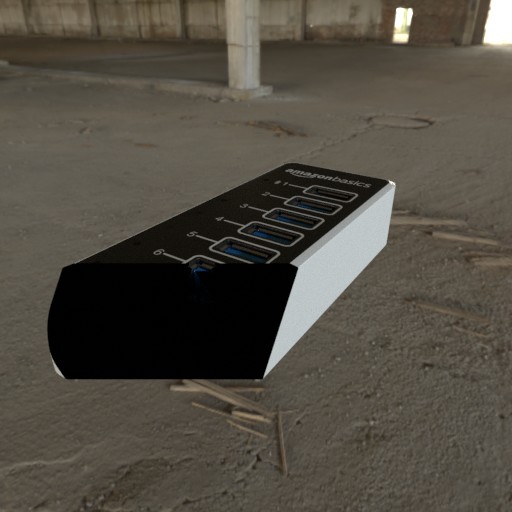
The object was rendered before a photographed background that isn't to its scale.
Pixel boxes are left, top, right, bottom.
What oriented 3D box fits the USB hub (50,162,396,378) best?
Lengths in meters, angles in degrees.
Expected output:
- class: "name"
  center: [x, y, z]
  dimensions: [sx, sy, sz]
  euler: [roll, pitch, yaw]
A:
- class: "USB hub"
  center: [0.000, 0.000, 0.127]
  dimensions: [0.044, 0.023, 0.110]
  euler: [18, 33, 29]
